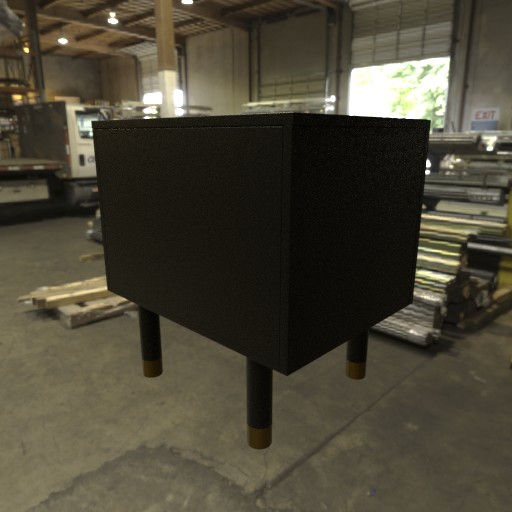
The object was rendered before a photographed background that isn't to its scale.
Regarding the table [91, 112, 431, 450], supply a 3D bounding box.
[{"bbox_3d":[0.000,0.000,0.997,0.564,0.584,0.441,14,21,42],"label":"table"}]
